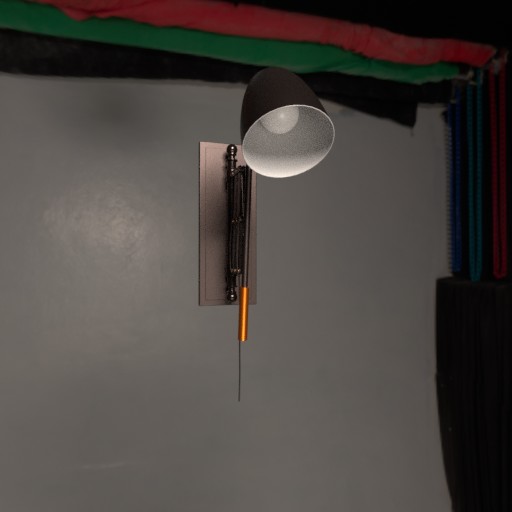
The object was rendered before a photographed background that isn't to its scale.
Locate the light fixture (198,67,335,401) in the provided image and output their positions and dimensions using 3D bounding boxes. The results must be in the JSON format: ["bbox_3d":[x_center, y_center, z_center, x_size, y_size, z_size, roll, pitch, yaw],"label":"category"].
[{"bbox_3d":[0.000,0.000,0.934,0.162,0.715,0.499,0,-1,-18],"label":"light fixture"}]
